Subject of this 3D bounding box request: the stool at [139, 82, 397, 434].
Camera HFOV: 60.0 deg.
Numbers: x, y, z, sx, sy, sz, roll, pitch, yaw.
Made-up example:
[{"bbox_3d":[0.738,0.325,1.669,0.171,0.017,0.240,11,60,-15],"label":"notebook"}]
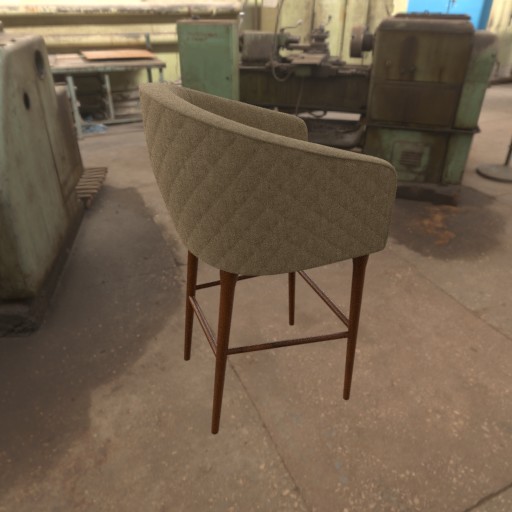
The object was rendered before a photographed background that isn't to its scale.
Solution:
[{"bbox_3d":[0.000,0.000,1.443,0.607,1.078,0.559,-12,33,-19],"label":"stool"}]
